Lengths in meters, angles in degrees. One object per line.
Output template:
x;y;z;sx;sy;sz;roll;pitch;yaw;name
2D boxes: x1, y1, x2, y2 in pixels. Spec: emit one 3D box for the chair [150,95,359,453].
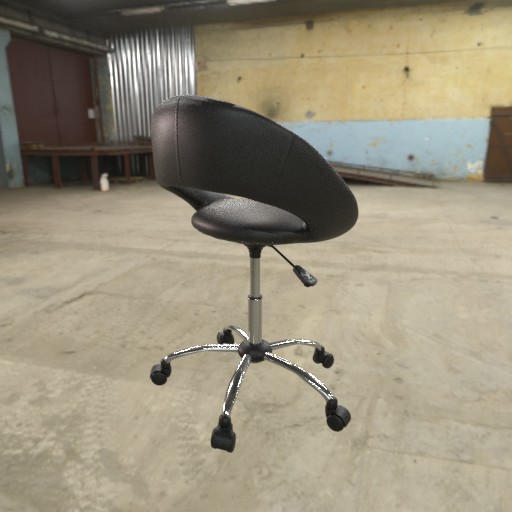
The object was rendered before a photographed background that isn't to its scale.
0.000;0.000;1.194;0.538;0.791;0.612;-14;20;-42;chair
